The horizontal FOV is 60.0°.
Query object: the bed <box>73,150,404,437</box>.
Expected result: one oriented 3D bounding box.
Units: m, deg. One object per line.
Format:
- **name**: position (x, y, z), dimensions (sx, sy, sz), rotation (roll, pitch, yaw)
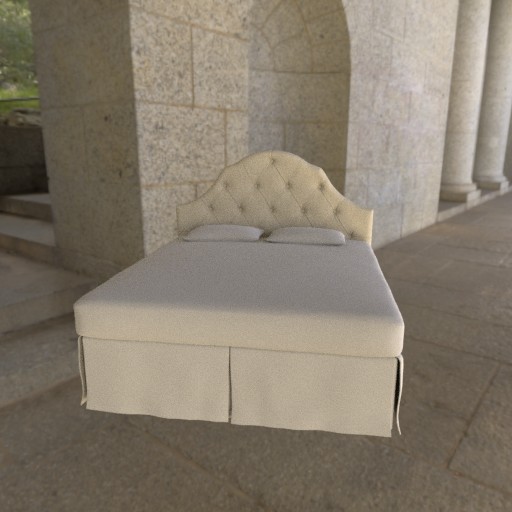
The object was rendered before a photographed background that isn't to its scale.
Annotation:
- **bed**: position (0.000, 0.000, 3.412), dimensions (2.012, 1.555, 2.086), rotation (2, 14, 8)
